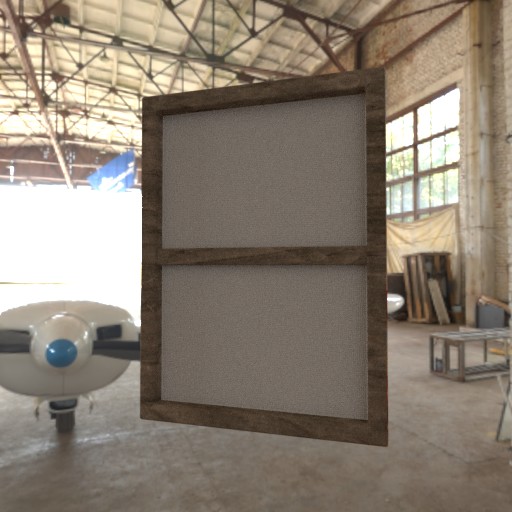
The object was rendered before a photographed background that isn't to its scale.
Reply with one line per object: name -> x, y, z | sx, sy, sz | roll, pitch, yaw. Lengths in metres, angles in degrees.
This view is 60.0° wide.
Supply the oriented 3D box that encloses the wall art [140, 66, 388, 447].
wall art -> 0.000, 0.000, 0.782 | 0.443, 0.605, 0.035 | 0, -2, 17
